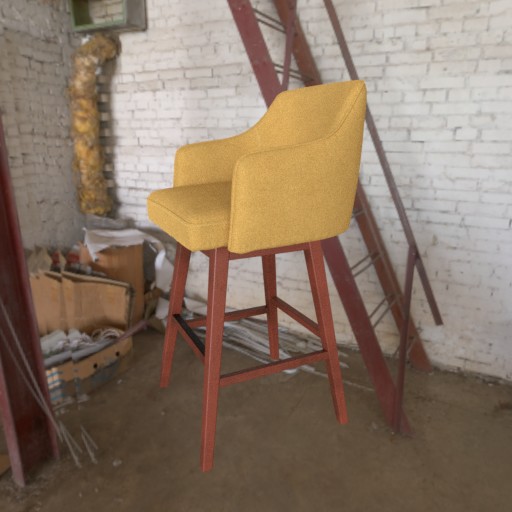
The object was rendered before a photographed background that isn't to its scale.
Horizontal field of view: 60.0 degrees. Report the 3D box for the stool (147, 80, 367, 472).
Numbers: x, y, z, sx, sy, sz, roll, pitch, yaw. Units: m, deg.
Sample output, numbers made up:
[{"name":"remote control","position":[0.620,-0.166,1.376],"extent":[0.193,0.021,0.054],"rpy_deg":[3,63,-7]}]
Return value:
[{"name":"stool","position":[0.000,0.000,1.359],"extent":[0.558,1.012,0.548],"rpy_deg":[-8,18,-25]}]
